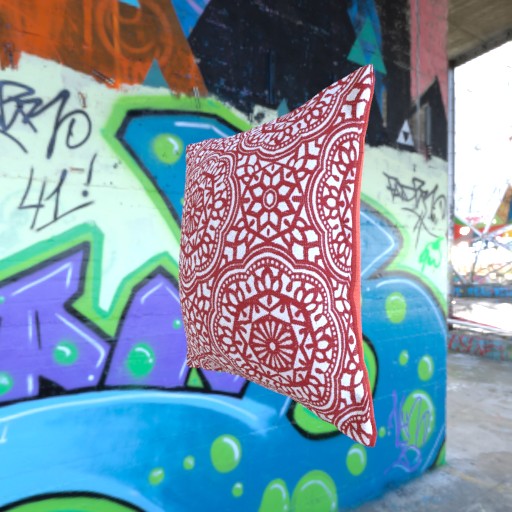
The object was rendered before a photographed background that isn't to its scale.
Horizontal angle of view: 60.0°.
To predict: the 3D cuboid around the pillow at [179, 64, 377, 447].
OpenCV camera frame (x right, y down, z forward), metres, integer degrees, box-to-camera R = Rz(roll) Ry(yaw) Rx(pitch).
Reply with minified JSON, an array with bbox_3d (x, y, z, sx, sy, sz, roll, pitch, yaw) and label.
[{"bbox_3d":[0.000,0.000,0.659,0.162,0.419,0.438,0,0,-36],"label":"pillow"}]
